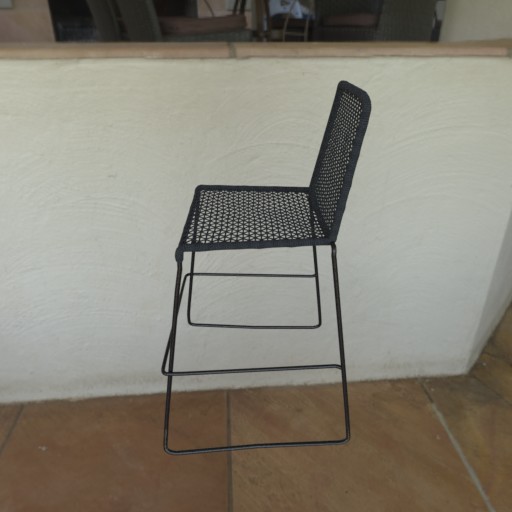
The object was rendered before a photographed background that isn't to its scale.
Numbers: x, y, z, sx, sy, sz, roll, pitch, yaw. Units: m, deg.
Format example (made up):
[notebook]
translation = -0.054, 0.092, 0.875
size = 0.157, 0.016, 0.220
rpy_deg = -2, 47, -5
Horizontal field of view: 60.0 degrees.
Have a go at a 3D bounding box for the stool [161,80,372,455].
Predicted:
[stool]
translation = 0.000, 0.000, 1.249
size = 0.509, 0.905, 0.590
rpy_deg = -1, 27, -1
